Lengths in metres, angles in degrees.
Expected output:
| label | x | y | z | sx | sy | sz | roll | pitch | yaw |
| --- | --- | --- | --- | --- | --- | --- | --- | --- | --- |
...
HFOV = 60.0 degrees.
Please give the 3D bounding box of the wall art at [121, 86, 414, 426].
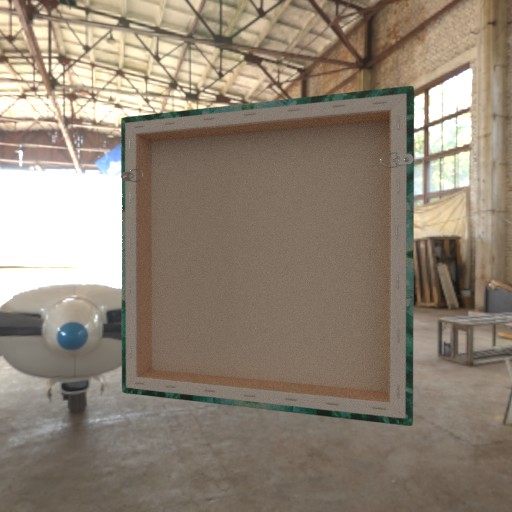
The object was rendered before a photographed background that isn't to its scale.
| label | x | y | z | sx | sy | sz | roll | pitch | yaw |
| --- | --- | --- | --- | --- | --- | --- | --- | --- | --- |
| wall art | 0.000 | 0.000 | 0.468 | 0.313 | 0.313 | 0.033 | 0 | 1 | 18 |
